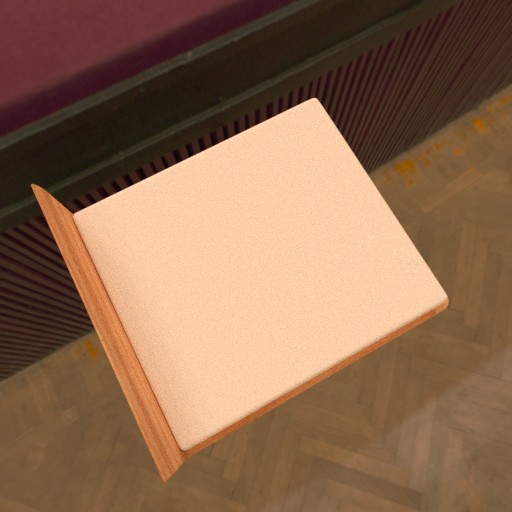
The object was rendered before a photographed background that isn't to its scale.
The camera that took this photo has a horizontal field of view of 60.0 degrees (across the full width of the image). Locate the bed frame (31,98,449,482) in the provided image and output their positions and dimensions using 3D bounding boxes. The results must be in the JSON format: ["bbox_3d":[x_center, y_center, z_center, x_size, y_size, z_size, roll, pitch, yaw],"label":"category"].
[{"bbox_3d":[0.000,0.000,3.056,2.092,0.940,1.872,-28,77,-7],"label":"bed frame"}]
